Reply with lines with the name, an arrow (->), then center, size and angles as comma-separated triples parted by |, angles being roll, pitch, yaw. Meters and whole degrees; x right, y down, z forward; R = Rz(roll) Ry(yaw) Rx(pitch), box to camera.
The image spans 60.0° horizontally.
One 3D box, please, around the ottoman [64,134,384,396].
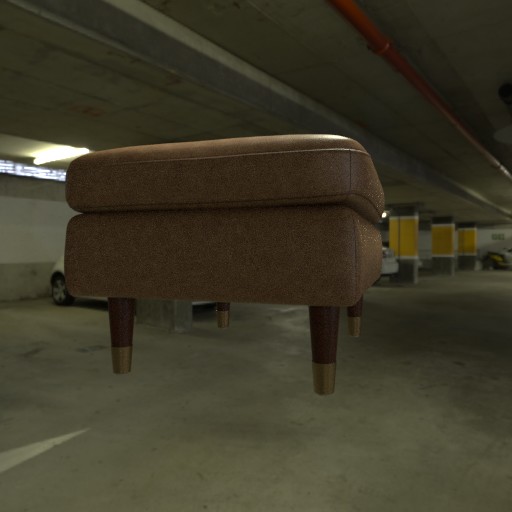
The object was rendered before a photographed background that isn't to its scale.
ottoman -> 0.000, 0.000, 1.096 | 0.593, 0.478, 0.747 | 0, 1, 18
